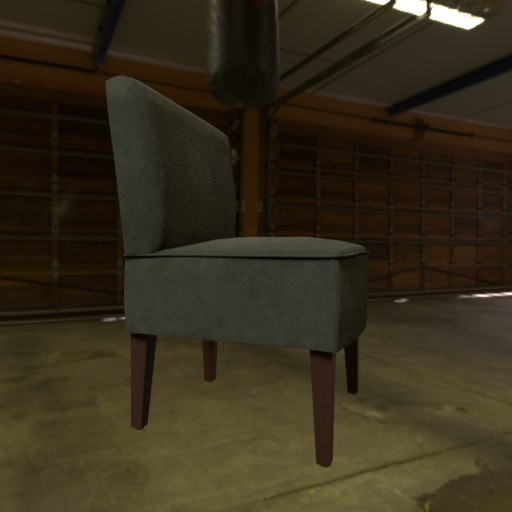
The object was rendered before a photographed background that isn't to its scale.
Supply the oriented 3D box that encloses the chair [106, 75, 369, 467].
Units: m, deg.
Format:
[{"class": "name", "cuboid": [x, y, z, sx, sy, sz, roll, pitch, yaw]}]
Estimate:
[{"class": "chair", "cuboid": [0.000, 0.000, 1.134, 0.554, 0.806, 0.521, 0, 1, 19]}]
